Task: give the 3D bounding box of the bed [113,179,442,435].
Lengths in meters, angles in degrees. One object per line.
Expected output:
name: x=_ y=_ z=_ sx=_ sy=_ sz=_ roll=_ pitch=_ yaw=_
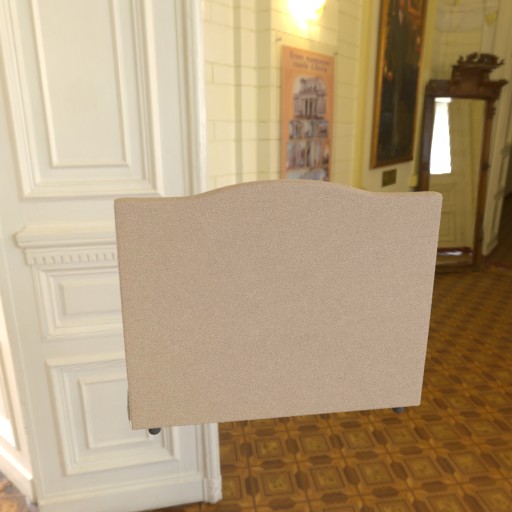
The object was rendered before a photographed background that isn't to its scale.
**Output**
bed: x=0.000 y=0.000 z=3.487 sx=1.821 sy=1.436 sz=2.282 roll=-2 pitch=16 yaw=-7
